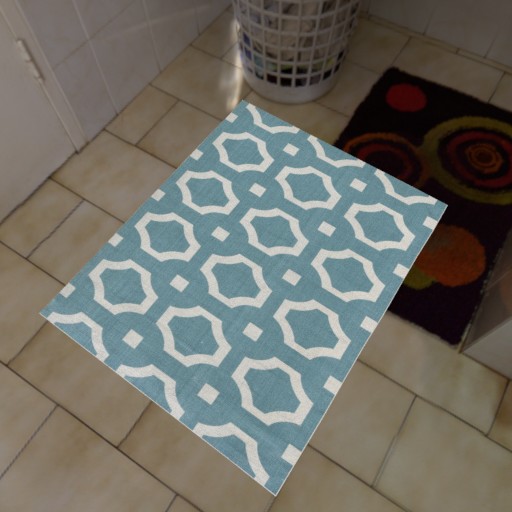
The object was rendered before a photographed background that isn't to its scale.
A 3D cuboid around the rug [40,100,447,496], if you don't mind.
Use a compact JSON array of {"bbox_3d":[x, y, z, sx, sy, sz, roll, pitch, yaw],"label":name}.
[{"bbox_3d":[0.000,0.000,4.090,2.466,0.021,3.049,32,68,15],"label":"rug"}]
